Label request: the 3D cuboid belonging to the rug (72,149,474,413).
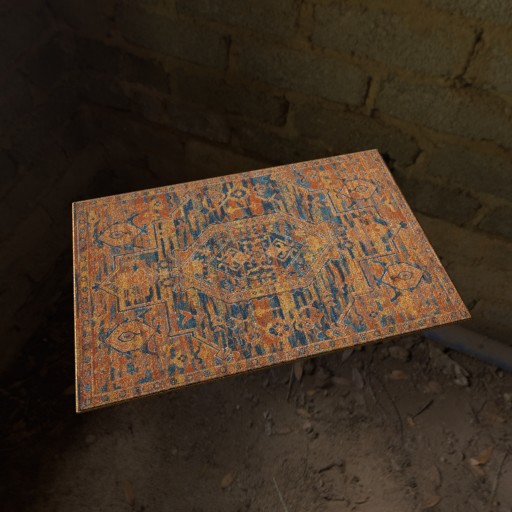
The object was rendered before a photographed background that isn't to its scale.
[{"bbox_3d":[0.000,0.000,1.078,0.863,0.008,0.557,-11,57,-8],"label":"rug"}]
